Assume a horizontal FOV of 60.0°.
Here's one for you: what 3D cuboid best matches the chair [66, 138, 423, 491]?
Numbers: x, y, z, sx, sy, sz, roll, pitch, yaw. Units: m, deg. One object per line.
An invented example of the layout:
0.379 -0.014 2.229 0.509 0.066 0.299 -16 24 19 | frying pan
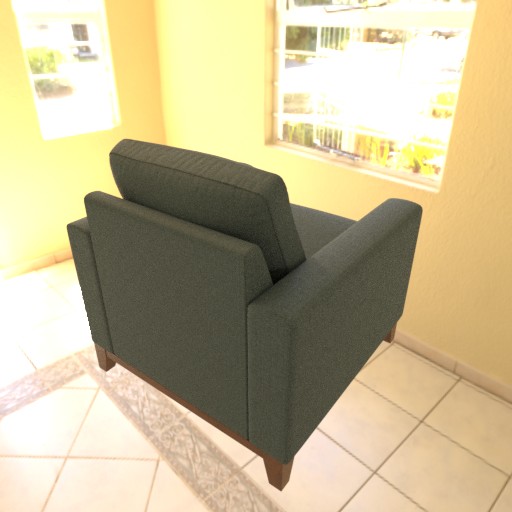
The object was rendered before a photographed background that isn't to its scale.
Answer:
0.000 0.000 1.849 1.024 1.010 1.038 20 35 32 | chair
